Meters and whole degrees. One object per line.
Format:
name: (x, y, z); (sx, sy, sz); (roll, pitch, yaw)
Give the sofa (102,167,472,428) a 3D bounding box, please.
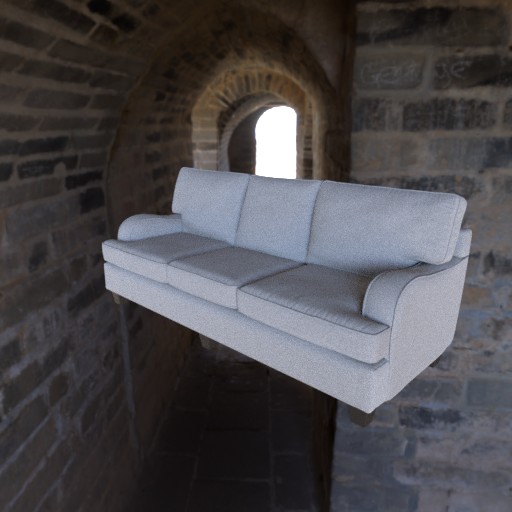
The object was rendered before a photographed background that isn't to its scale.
sofa: (0.000, 0.000, 2.878); (2.323, 0.997, 1.016); (14, 21, 42)
